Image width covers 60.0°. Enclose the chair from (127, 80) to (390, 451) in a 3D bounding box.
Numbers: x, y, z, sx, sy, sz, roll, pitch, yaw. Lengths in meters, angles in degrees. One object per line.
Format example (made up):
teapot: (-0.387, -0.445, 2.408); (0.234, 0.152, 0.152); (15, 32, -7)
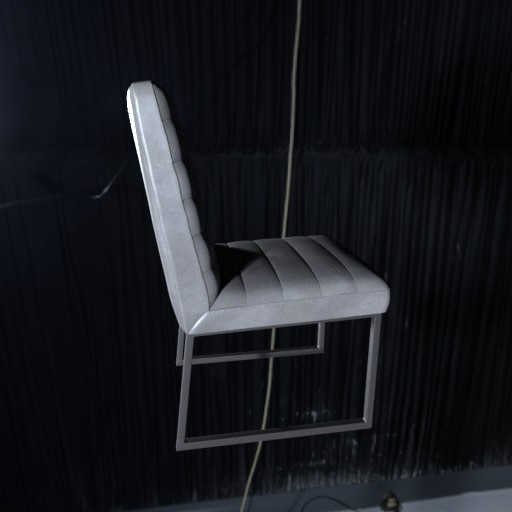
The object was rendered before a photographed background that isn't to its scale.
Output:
chair: (0.000, 0.000, 1.314); (0.634, 0.930, 0.520); (-3, 17, -9)
